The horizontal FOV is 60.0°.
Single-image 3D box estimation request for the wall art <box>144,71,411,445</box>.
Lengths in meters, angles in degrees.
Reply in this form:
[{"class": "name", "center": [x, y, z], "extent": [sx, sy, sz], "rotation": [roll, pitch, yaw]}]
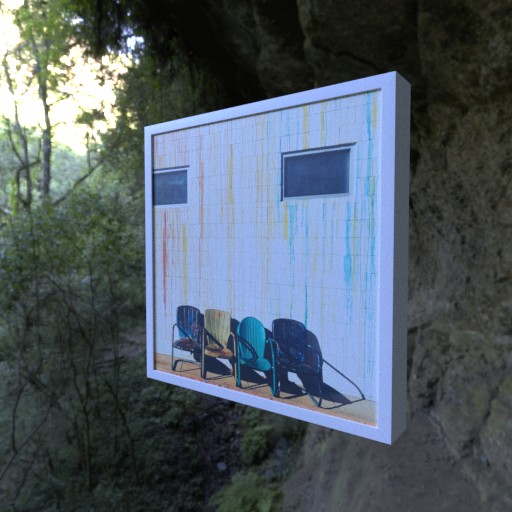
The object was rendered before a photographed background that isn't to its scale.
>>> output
[{"class": "wall art", "center": [0.000, 0.000, 0.465], "extent": [0.305, 0.305, 0.038], "rotation": [2, 3, 36]}]
